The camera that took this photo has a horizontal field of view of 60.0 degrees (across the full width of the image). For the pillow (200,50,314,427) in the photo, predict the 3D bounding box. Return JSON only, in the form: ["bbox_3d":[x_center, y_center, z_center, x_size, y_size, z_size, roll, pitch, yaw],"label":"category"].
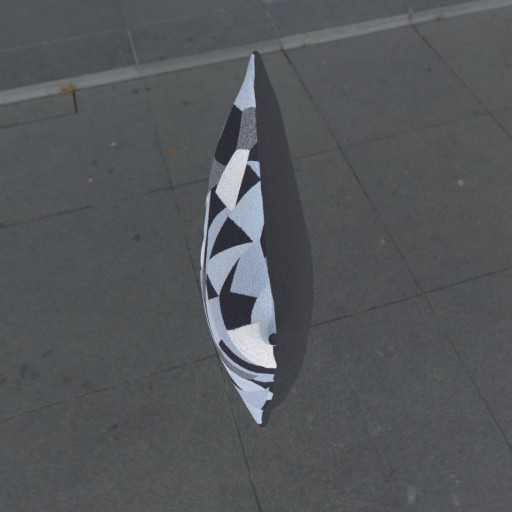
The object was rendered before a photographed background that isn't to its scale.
[{"bbox_3d":[0.000,0.000,0.799,0.208,0.496,0.503,-2,59,-1],"label":"pillow"}]
